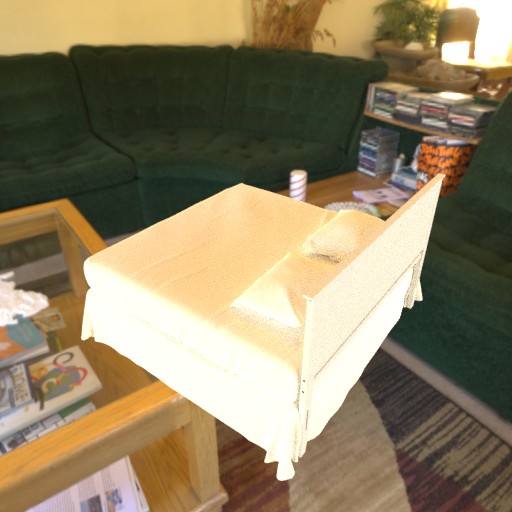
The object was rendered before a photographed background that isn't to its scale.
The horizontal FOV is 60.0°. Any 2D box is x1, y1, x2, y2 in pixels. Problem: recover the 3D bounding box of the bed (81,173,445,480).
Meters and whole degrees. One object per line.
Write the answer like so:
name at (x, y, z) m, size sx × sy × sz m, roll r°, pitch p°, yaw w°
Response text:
bed at (0.000, 0.000, 3.635) m, size 2.215 × 1.273 × 2.317 m, roll 22°, pitch 38°, yaw 31°
